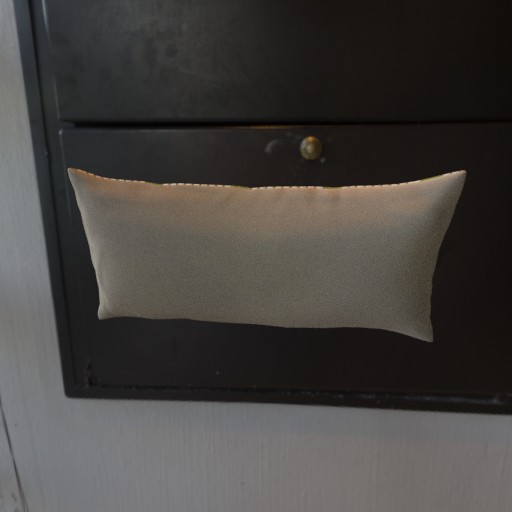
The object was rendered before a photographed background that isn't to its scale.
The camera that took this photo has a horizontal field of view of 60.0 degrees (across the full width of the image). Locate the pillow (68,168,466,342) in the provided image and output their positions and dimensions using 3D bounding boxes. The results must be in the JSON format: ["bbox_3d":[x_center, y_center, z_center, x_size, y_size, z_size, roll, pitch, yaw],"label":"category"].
[{"bbox_3d":[0.000,0.000,0.736,0.608,0.292,0.156,2,16,8],"label":"pillow"}]
